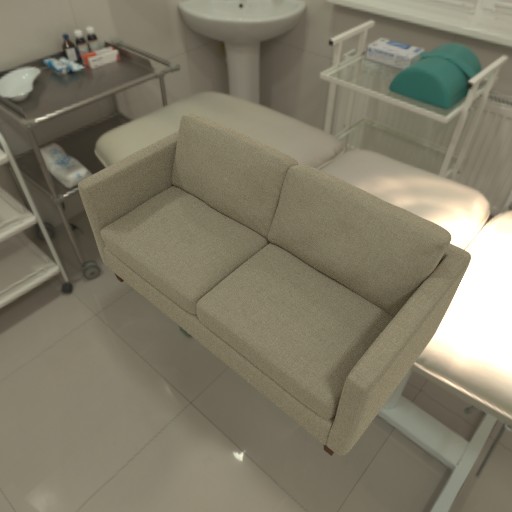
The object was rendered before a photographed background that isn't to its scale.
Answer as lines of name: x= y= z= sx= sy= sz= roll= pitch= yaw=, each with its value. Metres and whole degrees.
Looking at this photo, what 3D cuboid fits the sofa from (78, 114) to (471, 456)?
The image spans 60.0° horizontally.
sofa: x=0.000 y=0.000 z=2.432 sx=1.884 sy=0.947 sz=0.951 roll=32 pitch=54 yaw=28
